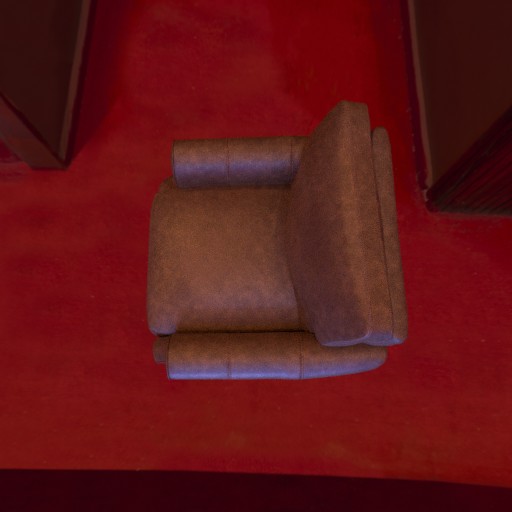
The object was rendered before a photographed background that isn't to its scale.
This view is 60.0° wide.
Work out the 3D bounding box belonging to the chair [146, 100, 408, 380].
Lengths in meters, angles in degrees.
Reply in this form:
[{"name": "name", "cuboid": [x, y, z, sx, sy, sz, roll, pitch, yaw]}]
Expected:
[{"name": "chair", "cuboid": [0.000, 0.000, 1.854, 1.002, 0.976, 0.996, -1, 76, 0]}]
